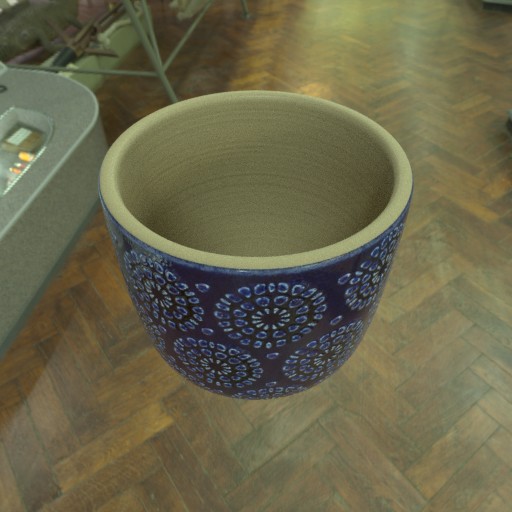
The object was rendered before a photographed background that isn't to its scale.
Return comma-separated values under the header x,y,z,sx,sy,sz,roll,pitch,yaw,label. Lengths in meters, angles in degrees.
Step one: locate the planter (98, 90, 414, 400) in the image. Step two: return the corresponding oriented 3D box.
x,y,z,sx,sy,sz,roll,pitch,yaw,label
0.000,0.000,0.287,0.165,0.149,0.165,0,45,0,planter
